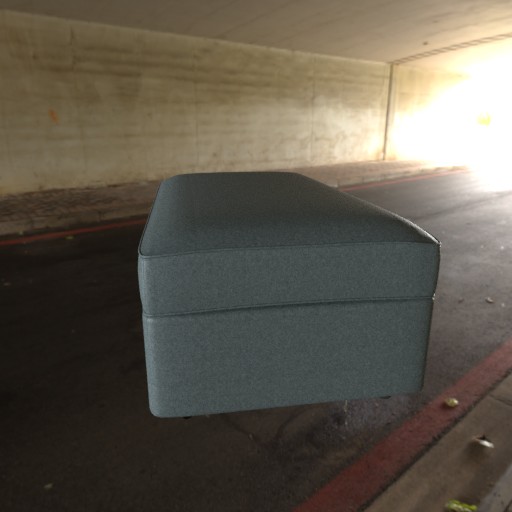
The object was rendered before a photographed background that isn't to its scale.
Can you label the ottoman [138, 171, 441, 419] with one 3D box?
[{"bbox_3d":[0.000,0.000,1.533,0.681,0.494,1.173,-3,17,-9],"label":"ottoman"}]
